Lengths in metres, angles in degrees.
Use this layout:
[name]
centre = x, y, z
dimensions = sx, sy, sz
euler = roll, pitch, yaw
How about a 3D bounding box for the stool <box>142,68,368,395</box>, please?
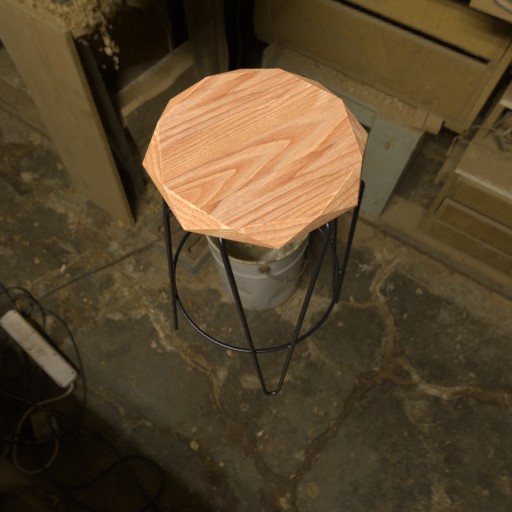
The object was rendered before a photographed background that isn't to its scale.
[stool]
centre = 0.000, 0.000, 0.805
dimensions = 0.326, 0.610, 0.326
euler = 33, 68, 15
